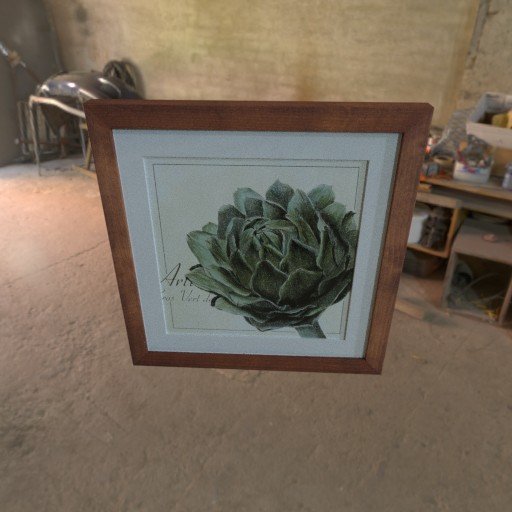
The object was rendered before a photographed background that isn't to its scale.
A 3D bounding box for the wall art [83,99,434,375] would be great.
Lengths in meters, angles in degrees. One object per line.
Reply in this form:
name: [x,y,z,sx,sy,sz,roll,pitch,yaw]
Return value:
wall art: [0.000,0.000,0.858,0.554,0.572,0.037,2,31,3]
